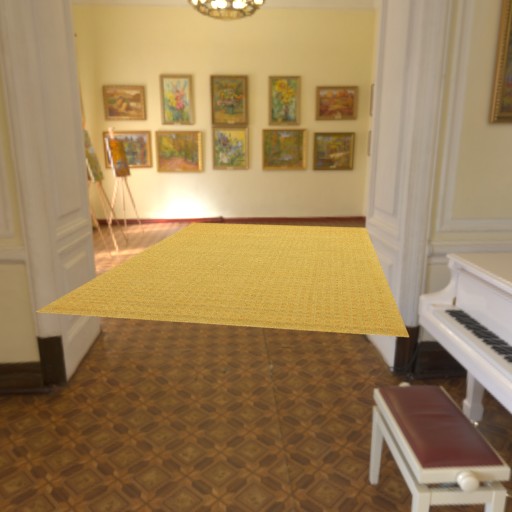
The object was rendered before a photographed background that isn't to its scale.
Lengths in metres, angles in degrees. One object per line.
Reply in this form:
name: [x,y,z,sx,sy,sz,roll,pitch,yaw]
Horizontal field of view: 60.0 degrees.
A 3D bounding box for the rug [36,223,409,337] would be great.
rug: [0.000,0.000,3.679,1.981,0.006,2.895,2,14,9]
